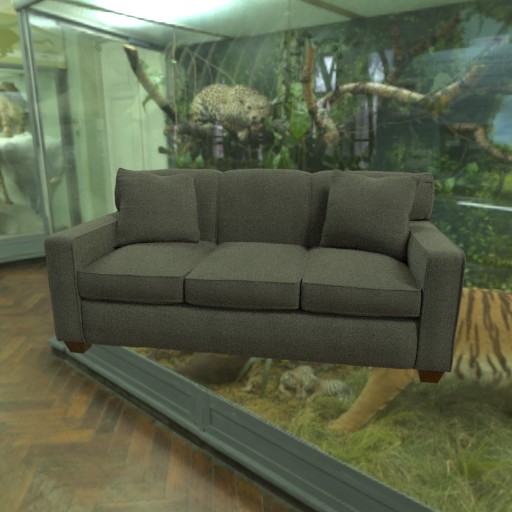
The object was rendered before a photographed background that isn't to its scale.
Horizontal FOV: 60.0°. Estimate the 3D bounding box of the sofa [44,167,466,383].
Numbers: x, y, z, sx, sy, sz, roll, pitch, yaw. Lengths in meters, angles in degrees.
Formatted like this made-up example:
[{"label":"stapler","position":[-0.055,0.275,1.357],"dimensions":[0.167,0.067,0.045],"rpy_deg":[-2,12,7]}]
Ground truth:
[{"label":"sofa","position":[0.000,0.000,2.533],"dimensions":[2.024,0.958,0.997],"rpy_deg":[3,15,9]}]
